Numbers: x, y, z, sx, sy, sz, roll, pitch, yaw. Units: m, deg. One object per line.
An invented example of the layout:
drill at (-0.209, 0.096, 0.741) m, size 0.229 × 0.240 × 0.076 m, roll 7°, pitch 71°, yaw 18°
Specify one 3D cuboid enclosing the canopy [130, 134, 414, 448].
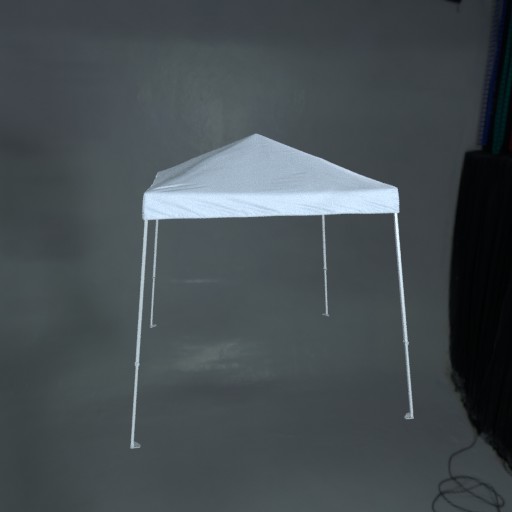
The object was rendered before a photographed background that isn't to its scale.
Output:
canopy at (0.000, 0.000, 6.765) m, size 3.600 × 3.600 × 3.599 m, roll -2°, pitch 15°, yaw -9°
